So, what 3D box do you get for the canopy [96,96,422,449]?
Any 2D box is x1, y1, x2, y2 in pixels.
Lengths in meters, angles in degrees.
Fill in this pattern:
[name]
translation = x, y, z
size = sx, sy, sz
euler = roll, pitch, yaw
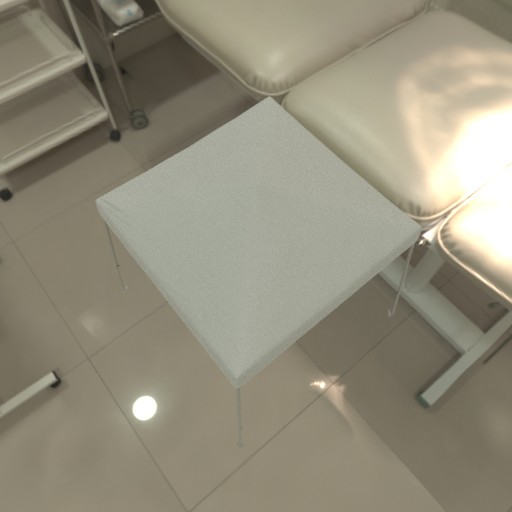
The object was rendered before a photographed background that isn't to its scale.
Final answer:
[canopy]
translation = 0.000, 0.000, 5.264
size = 2.848, 2.849, 2.849
euler = -36, 68, -17
